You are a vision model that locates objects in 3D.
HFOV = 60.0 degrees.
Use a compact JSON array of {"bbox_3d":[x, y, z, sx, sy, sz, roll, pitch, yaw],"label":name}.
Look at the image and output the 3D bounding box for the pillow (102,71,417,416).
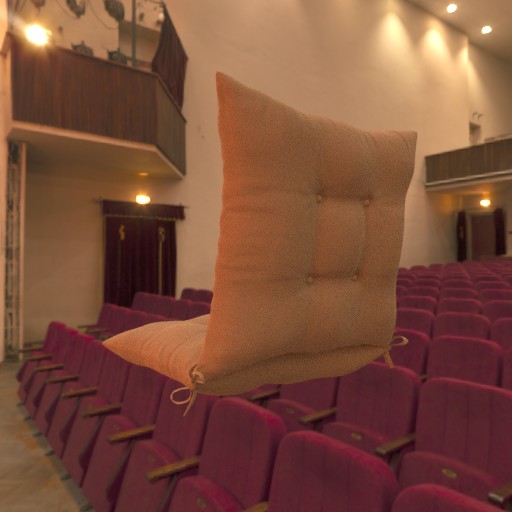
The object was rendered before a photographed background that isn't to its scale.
[{"bbox_3d":[0.000,0.000,0.994,0.541,0.536,0.585,0,-1,-36],"label":"pillow"}]
